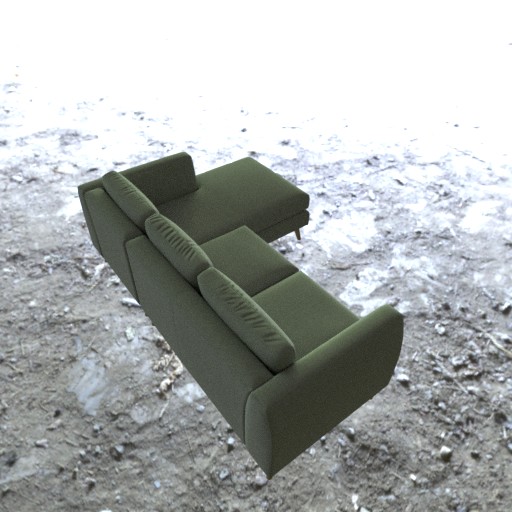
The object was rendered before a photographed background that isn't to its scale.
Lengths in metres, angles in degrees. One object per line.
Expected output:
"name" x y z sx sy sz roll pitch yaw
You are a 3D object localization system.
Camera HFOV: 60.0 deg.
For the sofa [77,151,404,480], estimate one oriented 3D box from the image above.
"sofa" 0.000 0.000 3.045 1.580 0.860 2.300 -26 47 -27
